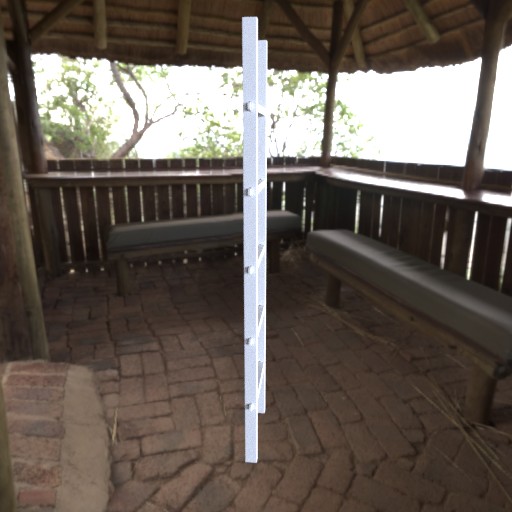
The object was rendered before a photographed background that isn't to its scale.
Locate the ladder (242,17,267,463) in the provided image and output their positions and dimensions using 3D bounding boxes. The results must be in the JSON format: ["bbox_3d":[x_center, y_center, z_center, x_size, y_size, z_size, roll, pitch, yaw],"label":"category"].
[{"bbox_3d":[0.000,0.000,1.938,0.051,1.797,0.452,2,15,6],"label":"ladder"}]
